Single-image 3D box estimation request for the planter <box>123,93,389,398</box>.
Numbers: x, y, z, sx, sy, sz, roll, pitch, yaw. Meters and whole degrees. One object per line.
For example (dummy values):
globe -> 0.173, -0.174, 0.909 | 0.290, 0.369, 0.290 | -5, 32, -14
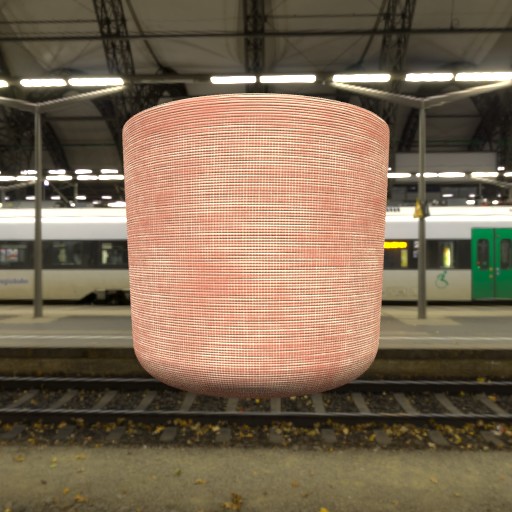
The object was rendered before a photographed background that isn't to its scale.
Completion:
planter -> 0.000, 0.000, 0.762 | 0.440, 0.398, 0.440 | 0, 0, 0
